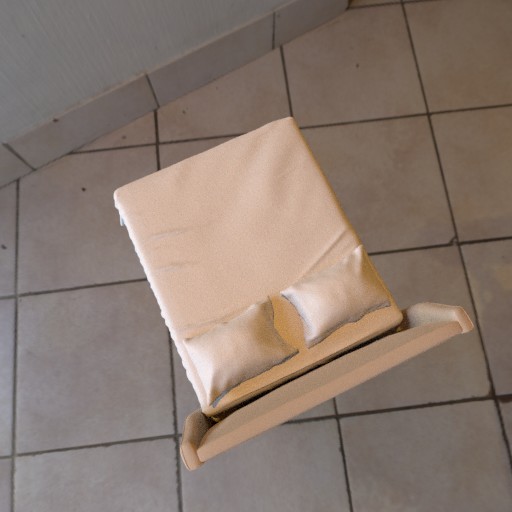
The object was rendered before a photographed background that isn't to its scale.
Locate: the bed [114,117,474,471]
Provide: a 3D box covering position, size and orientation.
[{"bbox_3d":[0.000,0.000,3.470,1.925,1.332,2.276,-24,77,-6],"label":"bed"}]
